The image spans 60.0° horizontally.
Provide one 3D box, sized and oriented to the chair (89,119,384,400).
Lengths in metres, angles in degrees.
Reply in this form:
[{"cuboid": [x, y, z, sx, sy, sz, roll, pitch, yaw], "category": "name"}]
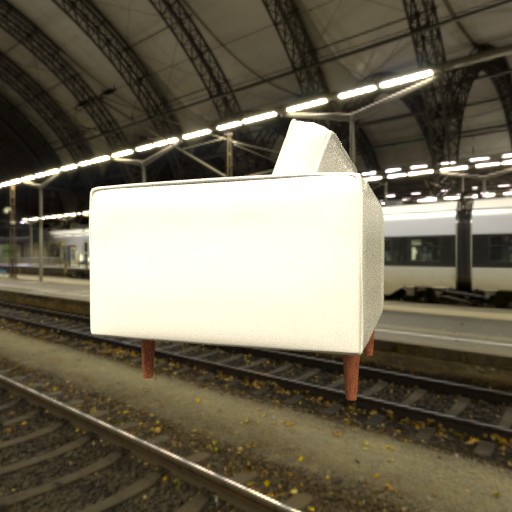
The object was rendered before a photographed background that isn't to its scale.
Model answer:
[{"cuboid": [0.000, 0.000, 1.587, 0.843, 0.773, 0.928, 0, 0, 19], "category": "chair"}]
